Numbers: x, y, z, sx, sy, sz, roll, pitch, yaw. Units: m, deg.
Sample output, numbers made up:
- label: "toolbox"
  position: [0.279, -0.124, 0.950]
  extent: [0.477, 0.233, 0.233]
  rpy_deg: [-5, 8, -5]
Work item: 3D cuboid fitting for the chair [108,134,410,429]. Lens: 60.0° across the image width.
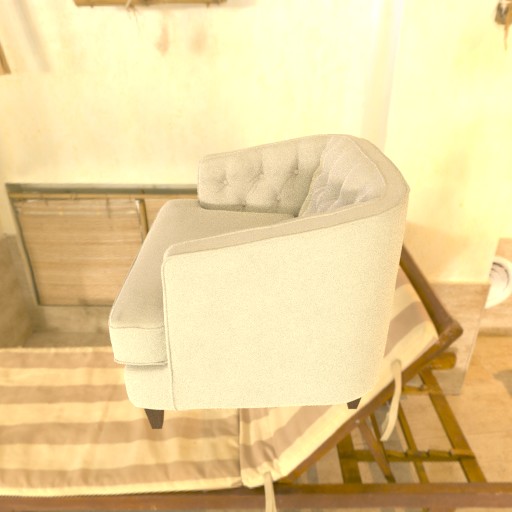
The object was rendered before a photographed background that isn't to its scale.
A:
- label: "chair"
  position: [0.000, 0.000, 1.802]
  extent: [0.941, 0.852, 1.104]
  rpy_deg: [0, 27, -1]
